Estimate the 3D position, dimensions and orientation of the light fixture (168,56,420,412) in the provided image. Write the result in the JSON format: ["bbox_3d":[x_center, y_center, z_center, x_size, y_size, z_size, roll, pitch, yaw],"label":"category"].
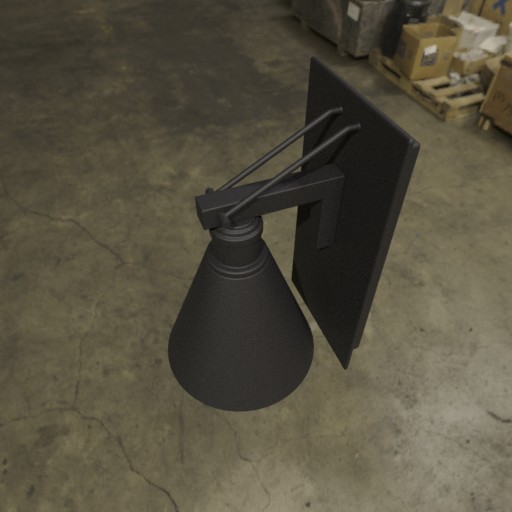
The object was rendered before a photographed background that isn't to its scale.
[{"bbox_3d":[0.000,0.000,0.424,0.207,0.298,0.170,-16,48,-15],"label":"light fixture"}]
